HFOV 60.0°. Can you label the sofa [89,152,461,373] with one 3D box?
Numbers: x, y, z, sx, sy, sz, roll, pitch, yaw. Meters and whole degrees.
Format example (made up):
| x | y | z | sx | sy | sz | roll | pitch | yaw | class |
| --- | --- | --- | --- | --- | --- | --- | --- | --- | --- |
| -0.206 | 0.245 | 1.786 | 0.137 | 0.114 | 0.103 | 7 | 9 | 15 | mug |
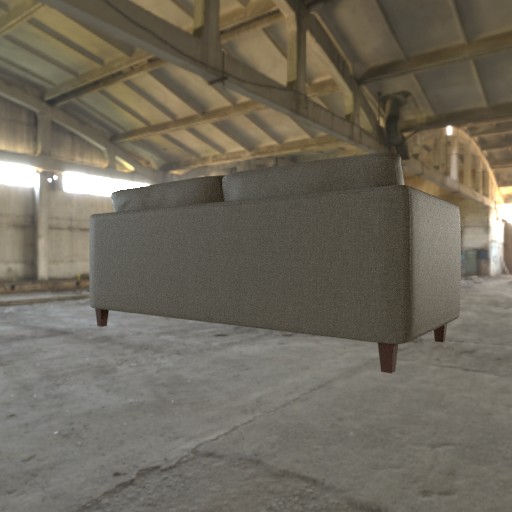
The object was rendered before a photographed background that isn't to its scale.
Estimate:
| x | y | z | sx | sy | sz | roll | pitch | yaw | class |
| --- | --- | --- | --- | --- | --- | --- | --- | --- | --- |
| 0.000 | 0.000 | 2.766 | 2.208 | 0.960 | 0.956 | 0 | 0 | 37 | sofa |
